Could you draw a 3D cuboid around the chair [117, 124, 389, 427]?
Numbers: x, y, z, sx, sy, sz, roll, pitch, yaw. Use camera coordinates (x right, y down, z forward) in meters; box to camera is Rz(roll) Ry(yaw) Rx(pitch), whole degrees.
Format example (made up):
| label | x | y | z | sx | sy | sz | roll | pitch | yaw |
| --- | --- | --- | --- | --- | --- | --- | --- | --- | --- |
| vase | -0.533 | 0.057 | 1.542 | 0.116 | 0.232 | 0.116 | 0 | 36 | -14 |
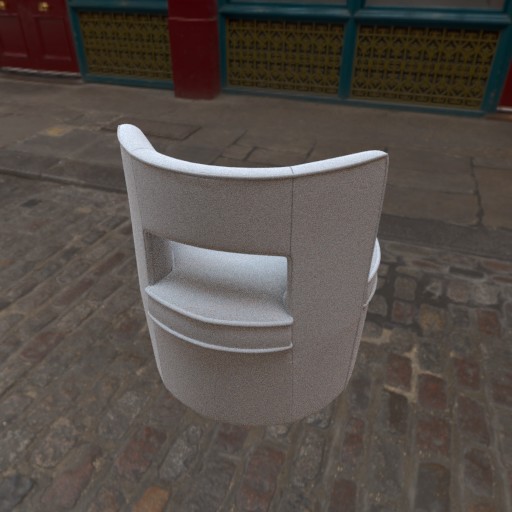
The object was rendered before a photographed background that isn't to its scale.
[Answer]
| label | x | y | z | sx | sy | sz | roll | pitch | yaw |
| --- | --- | --- | --- | --- | --- | --- | --- | --- | --- |
| chair | 0.000 | 0.000 | 1.209 | 0.650 | 0.723 | 0.665 | 10 | 34 | 16 |
